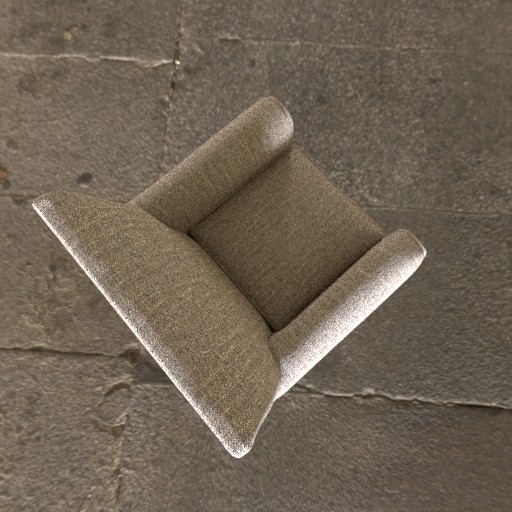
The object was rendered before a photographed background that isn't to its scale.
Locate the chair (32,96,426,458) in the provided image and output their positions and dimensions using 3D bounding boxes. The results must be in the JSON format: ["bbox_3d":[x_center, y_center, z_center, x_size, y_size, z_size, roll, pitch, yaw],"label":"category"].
[{"bbox_3d":[0.000,0.000,1.622,0.873,0.928,0.864,-40,79,-9],"label":"chair"}]
